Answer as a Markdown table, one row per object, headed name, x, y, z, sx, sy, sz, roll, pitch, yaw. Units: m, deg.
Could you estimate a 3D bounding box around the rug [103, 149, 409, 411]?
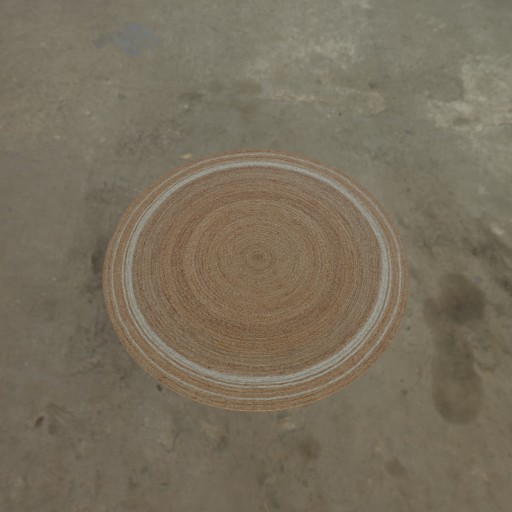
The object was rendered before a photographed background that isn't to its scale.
| name | x | y | z | sx | sy | sz | roll | pitch | yaw |
| --- | --- | --- | --- | --- | --- | --- | --- | --- | --- |
| rug | 0.000 | 0.000 | 3.600 | 2.444 | 0.015 | 2.444 | 0 | 57 | 0 |
